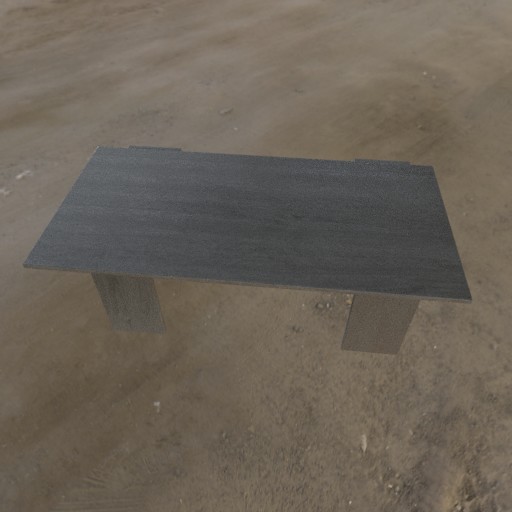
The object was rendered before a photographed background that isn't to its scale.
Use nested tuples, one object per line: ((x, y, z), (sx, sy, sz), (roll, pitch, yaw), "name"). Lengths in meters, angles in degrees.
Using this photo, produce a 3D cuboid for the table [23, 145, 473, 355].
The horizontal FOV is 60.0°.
((0.000, 0.000, 1.426), (1.000, 0.570, 0.711), (4, 46, 4), "table")
